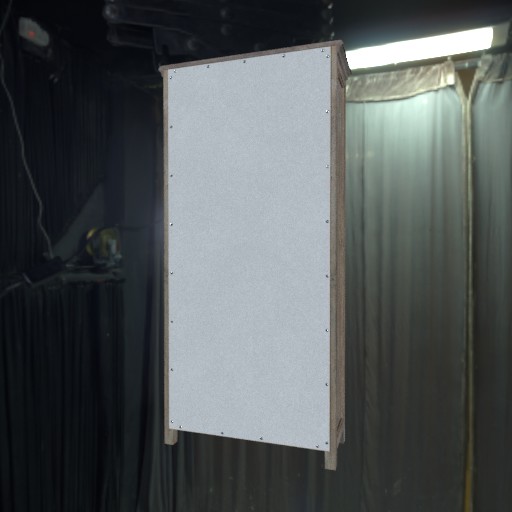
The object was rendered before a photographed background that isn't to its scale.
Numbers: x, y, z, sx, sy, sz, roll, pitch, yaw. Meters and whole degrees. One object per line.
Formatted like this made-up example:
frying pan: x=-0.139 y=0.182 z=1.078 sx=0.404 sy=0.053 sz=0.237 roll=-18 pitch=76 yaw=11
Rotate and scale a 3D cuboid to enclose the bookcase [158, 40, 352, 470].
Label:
bookcase: x=0.000 y=0.000 z=2.233 sx=0.906 sy=1.880 sz=0.348 roll=0 pitch=1 yaw=18
